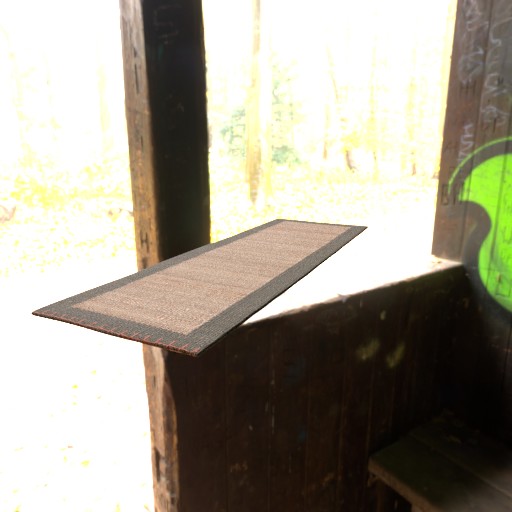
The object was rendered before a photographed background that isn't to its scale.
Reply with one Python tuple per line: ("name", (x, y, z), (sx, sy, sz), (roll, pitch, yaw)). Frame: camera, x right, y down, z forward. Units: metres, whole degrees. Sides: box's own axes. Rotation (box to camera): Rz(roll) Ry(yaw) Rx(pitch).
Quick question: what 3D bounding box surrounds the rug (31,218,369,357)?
("rug", (0.000, 0.000, 2.629), (0.810, 0.016, 2.413), (7, 17, 26))
